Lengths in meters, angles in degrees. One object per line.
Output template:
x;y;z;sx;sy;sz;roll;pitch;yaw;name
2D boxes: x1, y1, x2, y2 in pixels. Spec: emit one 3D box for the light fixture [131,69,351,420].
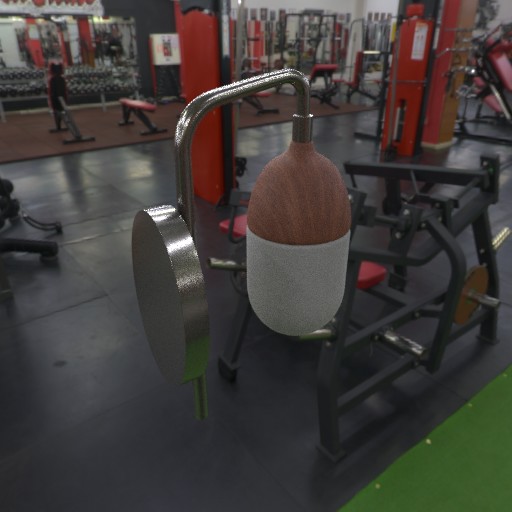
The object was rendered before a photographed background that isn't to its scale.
0.000;0.000;0.443;0.216;0.343;0.108;-17;31;-31;light fixture
